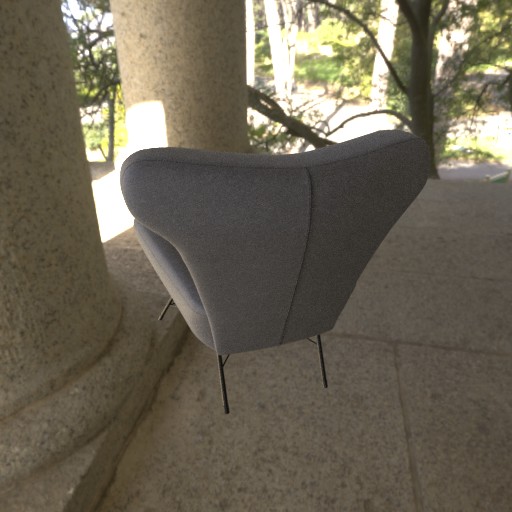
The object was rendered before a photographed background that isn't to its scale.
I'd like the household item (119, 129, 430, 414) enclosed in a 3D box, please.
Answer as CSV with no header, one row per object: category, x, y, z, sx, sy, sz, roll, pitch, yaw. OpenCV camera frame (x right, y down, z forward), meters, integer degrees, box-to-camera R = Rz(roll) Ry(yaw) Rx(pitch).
household item,0.000,0.000,1.794,0.980,1.050,0.900,-9,29,-17
